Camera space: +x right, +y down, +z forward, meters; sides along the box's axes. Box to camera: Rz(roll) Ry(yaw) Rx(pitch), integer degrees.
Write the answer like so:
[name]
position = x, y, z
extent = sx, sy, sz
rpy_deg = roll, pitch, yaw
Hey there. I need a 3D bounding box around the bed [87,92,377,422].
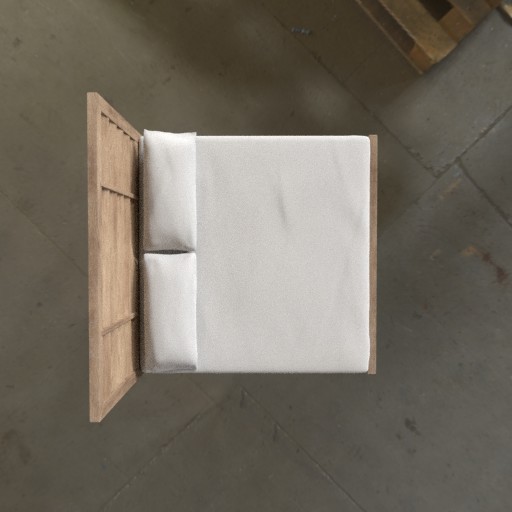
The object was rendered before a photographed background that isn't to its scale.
[bed]
position = 0.000, 0.000, 3.531
extent = 2.062, 1.626, 2.032
rpy_deg = 0, 91, 0
